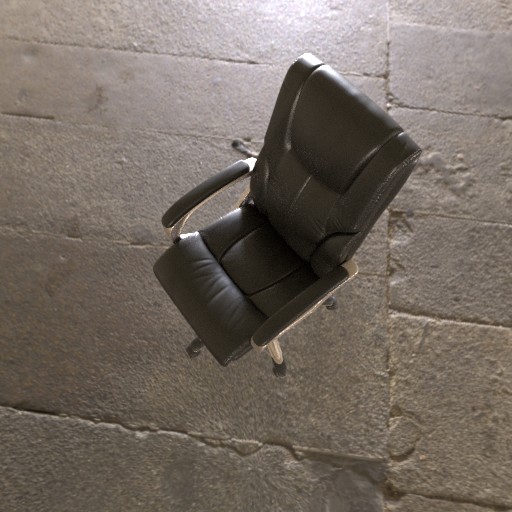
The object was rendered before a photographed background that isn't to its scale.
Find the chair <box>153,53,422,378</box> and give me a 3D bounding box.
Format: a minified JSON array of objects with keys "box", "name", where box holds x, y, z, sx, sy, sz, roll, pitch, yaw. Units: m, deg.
[{"box":[0.000,0.000,1.635,0.780,1.145,0.700,-35,69,-15],"name":"chair"}]
